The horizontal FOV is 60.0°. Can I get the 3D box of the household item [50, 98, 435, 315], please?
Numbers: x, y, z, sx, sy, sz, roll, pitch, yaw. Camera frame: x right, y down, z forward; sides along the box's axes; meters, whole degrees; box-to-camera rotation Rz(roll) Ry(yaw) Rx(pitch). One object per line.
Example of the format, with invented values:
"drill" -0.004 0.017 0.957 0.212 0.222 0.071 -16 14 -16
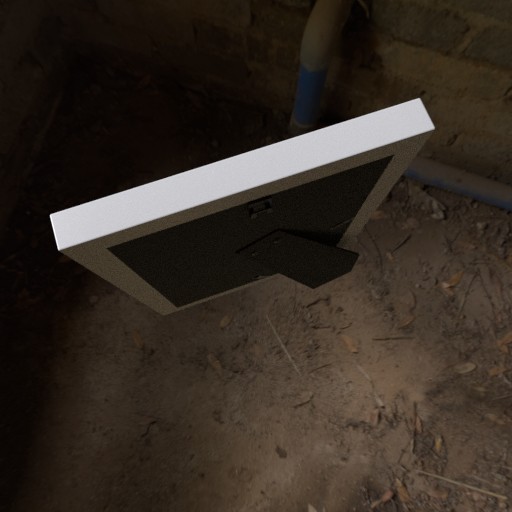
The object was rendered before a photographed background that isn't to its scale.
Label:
"household item" 0.000 0.000 0.342 0.200 0.250 0.045 -19 76 -5
